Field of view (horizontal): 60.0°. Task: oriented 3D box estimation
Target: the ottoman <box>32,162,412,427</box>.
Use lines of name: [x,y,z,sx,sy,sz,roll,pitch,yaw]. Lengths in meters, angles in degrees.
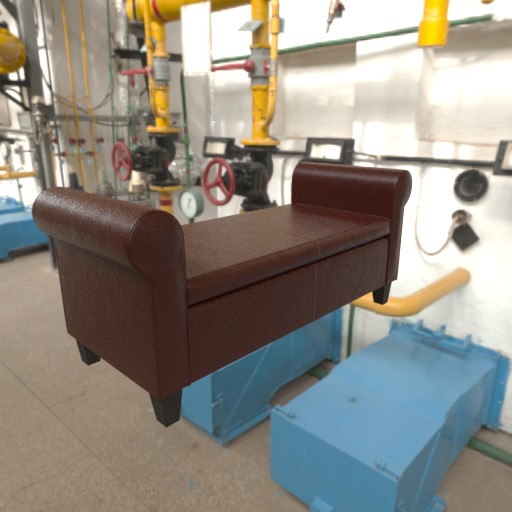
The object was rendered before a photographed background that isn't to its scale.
ottoman: [0.000,0.000,1.543,0.521,0.547,1.256,16,23,42]
